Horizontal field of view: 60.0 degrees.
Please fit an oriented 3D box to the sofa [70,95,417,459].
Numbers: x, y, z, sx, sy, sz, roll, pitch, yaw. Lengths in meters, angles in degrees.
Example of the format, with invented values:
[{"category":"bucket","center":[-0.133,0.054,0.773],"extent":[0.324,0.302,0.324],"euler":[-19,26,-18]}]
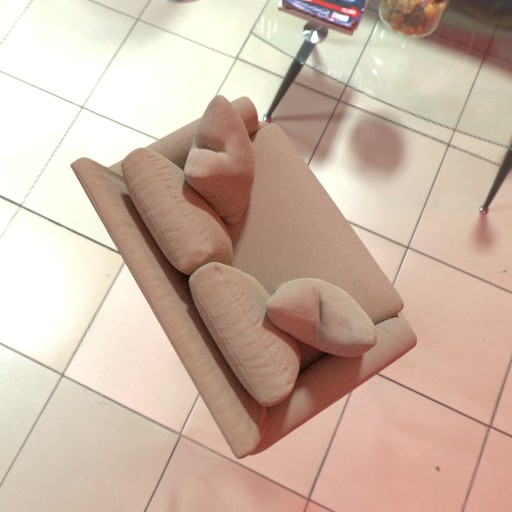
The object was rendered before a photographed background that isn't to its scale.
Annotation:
[{"category":"sofa","center":[0.000,0.000,2.208],"extent":[1.070,0.905,1.550],"euler":[-31,78,-7]}]
